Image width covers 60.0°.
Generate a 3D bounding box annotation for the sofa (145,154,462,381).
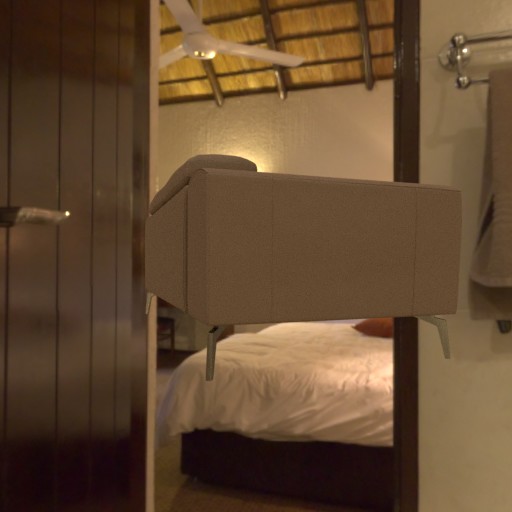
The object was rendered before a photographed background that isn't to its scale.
[{"bbox_3d":[0.000,0.000,2.361,1.003,0.779,1.895,0,-1,-19],"label":"sofa"}]
